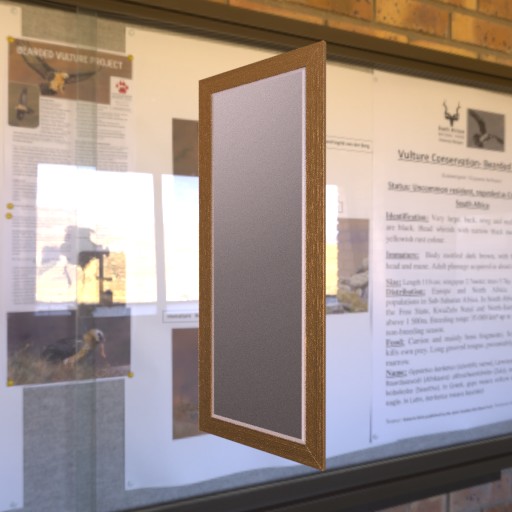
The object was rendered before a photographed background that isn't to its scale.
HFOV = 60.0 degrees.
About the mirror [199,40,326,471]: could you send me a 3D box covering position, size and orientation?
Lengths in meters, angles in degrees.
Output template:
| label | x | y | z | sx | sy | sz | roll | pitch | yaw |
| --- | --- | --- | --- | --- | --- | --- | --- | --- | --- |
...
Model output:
| label | x | y | z | sx | sy | sz | roll | pitch | yaw |
| --- | --- | --- | --- | --- | --- | --- | --- | --- | --- |
| mirror | 0.000 | 0.000 | 2.343 | 0.812 | 2.031 | 0.025 | 0 | 0 | 37 |
